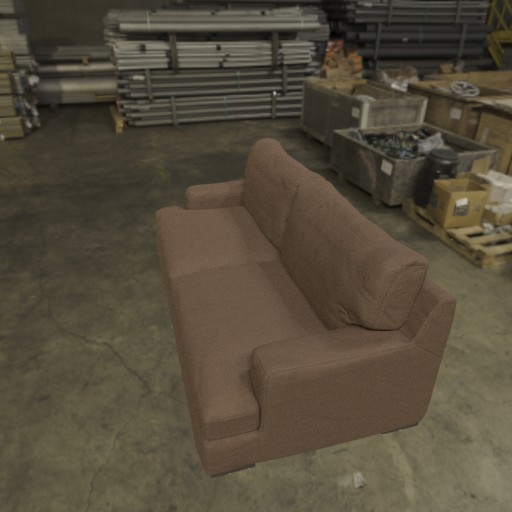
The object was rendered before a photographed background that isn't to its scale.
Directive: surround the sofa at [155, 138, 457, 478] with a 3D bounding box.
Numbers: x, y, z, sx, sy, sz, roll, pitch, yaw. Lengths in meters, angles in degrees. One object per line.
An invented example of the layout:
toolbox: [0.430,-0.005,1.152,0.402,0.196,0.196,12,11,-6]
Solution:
sofa: [0.000,0.000,2.799,1.140,0.950,2.274,-8,30,-14]
